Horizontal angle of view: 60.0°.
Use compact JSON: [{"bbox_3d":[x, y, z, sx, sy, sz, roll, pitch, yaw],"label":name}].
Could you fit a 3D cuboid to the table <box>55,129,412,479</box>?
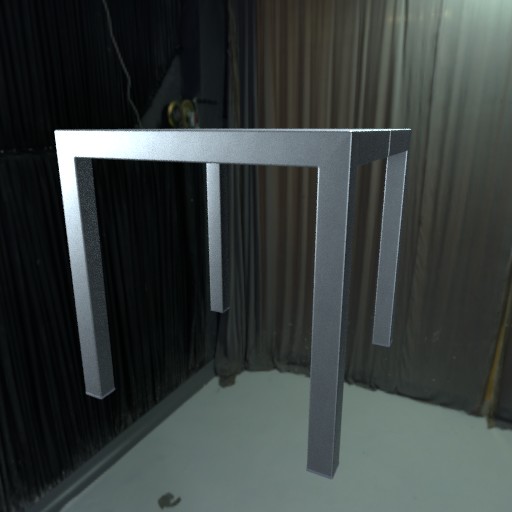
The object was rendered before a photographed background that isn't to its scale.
[{"bbox_3d":[0.000,0.000,0.924,0.508,0.508,0.508,8,18,25],"label":"table"}]
